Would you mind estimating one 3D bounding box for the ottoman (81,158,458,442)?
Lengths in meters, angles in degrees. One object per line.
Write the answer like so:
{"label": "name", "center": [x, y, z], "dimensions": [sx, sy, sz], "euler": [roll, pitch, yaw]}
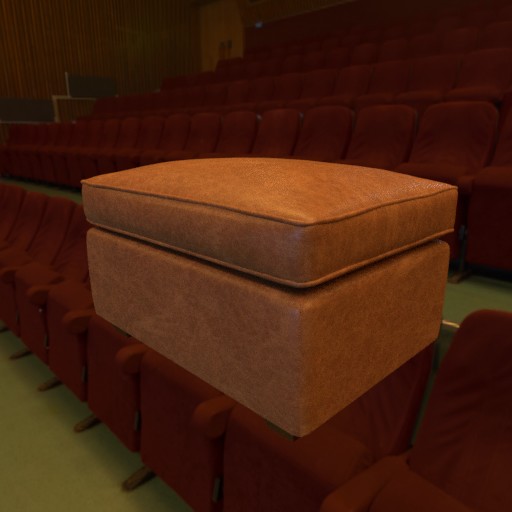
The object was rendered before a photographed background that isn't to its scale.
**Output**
{"label": "ottoman", "center": [0.000, 0.000, 1.095], "dimensions": [0.554, 0.468, 0.756], "euler": [-15, 22, -43]}
